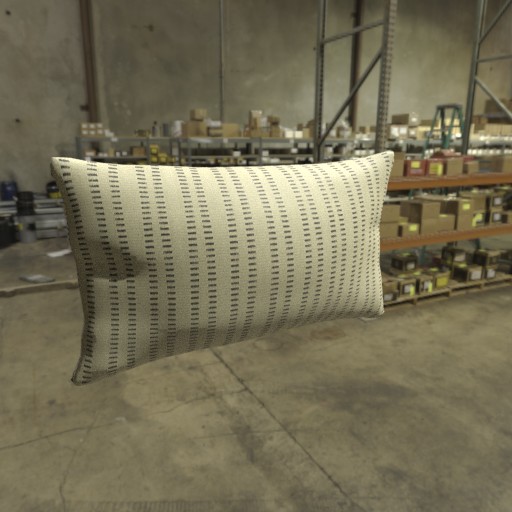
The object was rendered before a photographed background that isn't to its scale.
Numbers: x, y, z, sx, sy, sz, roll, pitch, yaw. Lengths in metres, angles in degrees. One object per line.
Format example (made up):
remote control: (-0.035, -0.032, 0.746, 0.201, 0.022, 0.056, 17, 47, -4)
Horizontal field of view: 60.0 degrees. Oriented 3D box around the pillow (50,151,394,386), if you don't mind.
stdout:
pillow: (0.000, 0.000, 0.784, 0.640, 0.353, 0.210, -8, 16, -27)
